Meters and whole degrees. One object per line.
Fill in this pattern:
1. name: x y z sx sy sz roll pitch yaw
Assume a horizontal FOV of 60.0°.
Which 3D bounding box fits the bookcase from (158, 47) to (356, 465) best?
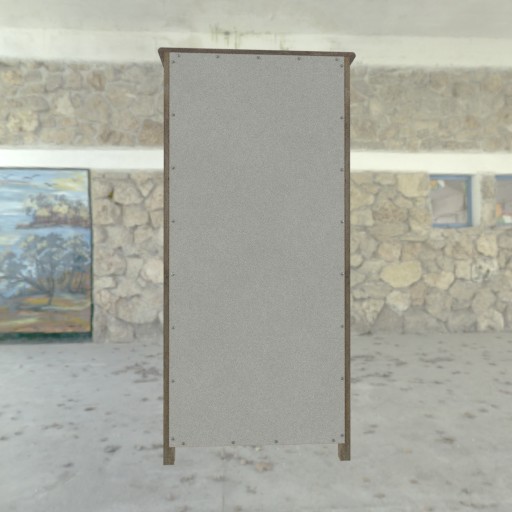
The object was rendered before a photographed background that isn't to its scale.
1. bookcase: 0.000 0.000 2.187 0.906 1.880 0.348 0 0 -3
